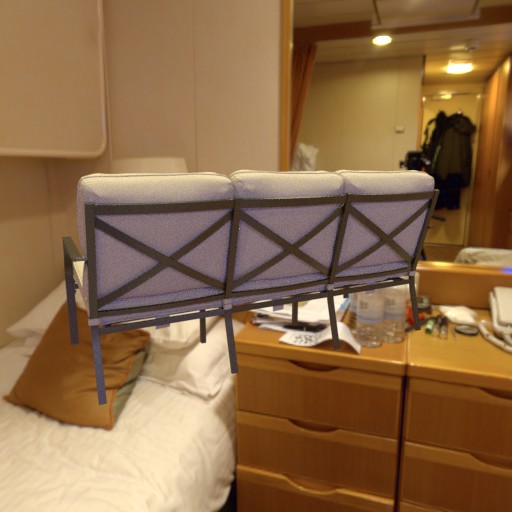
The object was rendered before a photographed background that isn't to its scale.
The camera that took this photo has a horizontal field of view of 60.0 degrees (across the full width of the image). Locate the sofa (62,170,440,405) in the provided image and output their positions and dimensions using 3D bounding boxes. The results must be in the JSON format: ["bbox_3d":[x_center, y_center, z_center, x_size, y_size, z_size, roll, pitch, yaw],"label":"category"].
[{"bbox_3d":[0.000,0.000,2.232,1.740,0.860,0.787,-6,13,-27],"label":"sofa"}]
